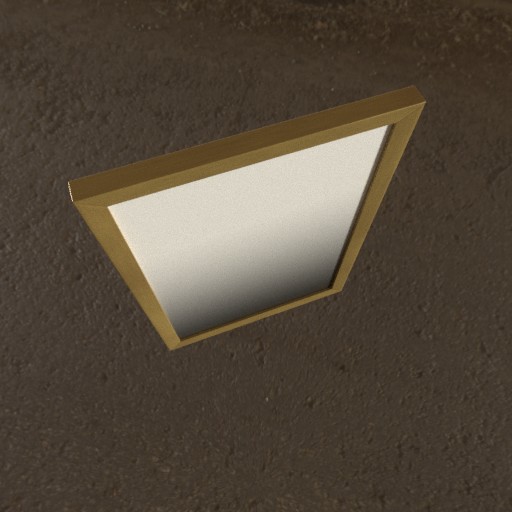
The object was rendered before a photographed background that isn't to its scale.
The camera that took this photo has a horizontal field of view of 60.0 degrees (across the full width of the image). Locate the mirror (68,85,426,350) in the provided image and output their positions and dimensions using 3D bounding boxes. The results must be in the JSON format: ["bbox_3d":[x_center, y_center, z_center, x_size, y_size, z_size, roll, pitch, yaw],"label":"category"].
[{"bbox_3d":[0.000,0.000,0.923,0.507,0.710,0.040,-18,64,-9],"label":"mirror"}]
